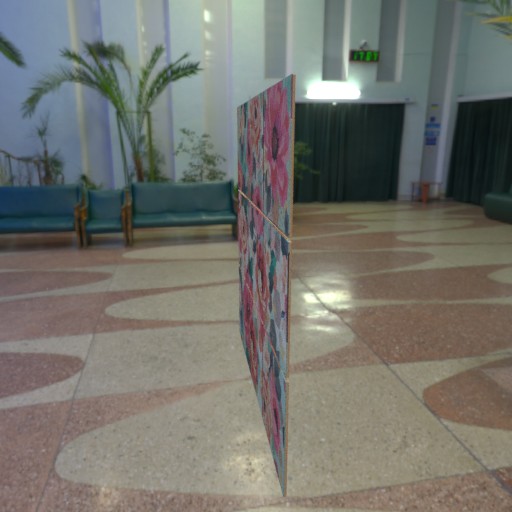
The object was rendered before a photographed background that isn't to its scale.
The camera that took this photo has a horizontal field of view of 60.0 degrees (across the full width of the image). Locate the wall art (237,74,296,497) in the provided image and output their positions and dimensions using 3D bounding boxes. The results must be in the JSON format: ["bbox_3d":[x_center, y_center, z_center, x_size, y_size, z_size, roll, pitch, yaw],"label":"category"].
[{"bbox_3d":[0.000,0.000,2.237,0.013,1.519,1.521,-2,15,-8],"label":"wall art"}]
